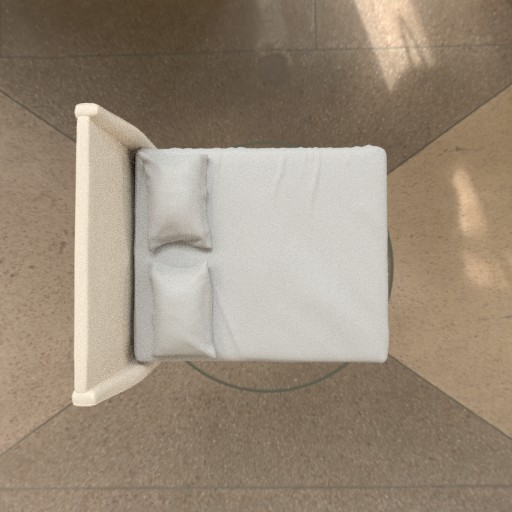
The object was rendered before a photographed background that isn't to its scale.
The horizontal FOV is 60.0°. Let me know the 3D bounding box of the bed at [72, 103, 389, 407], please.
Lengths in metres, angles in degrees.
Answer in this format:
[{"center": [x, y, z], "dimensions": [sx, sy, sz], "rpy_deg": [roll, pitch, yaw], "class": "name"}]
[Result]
[{"center": [0.000, 0.000, 3.391], "dimensions": [2.276, 1.332, 1.925], "rpy_deg": [0, 89, 1], "class": "bed"}]
